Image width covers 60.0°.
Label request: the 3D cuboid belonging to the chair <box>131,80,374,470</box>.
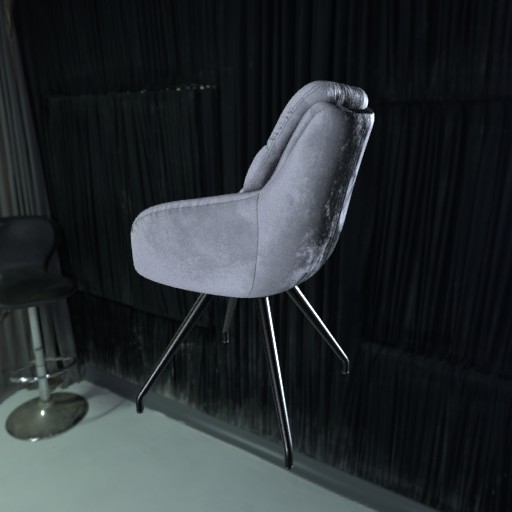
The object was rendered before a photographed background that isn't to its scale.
[{"bbox_3d":[0.000,0.000,1.249,0.569,0.888,0.579,9,19,26],"label":"chair"}]
